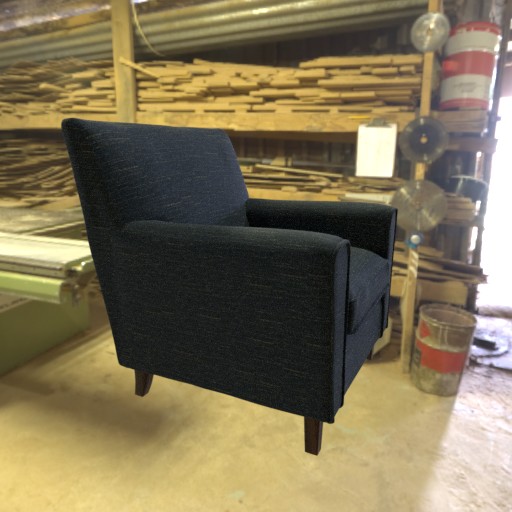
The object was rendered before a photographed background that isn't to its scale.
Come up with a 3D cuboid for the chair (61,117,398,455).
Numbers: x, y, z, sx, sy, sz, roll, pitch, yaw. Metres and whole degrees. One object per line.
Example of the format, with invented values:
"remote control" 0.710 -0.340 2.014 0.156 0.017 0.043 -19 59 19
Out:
"chair" 0.000 0.000 1.593 0.873 0.928 0.864 7 15 26
